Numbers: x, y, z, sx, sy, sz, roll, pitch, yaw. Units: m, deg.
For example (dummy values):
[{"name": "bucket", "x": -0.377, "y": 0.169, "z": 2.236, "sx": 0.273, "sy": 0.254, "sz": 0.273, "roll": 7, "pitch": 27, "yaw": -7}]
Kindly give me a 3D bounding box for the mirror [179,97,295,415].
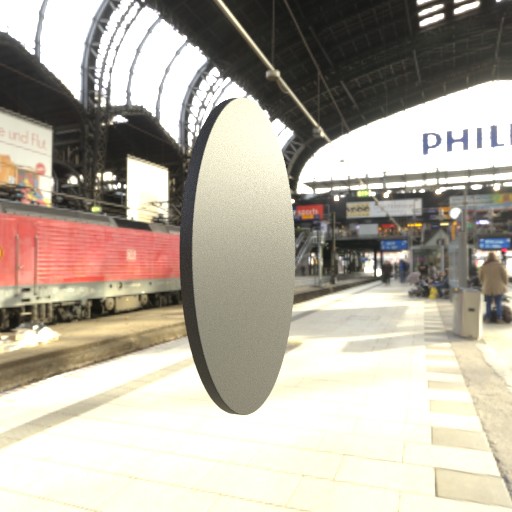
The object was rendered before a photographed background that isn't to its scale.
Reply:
[{"name": "mirror", "x": 0.000, "y": 0.000, "z": 1.588, "sx": 0.036, "sy": 1.077, "sz": 1.077, "roll": 0, "pitch": -1, "yaw": 18}]
